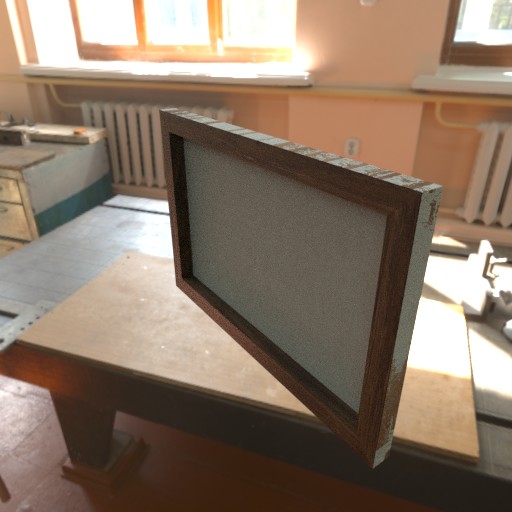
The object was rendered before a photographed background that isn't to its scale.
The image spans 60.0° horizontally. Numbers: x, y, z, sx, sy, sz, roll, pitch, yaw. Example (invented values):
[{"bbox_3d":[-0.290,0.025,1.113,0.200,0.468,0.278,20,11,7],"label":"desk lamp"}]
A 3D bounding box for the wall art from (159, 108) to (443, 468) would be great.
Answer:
[{"bbox_3d":[0.000,0.000,0.756,0.035,0.405,0.609,-18,32,-31],"label":"wall art"}]
